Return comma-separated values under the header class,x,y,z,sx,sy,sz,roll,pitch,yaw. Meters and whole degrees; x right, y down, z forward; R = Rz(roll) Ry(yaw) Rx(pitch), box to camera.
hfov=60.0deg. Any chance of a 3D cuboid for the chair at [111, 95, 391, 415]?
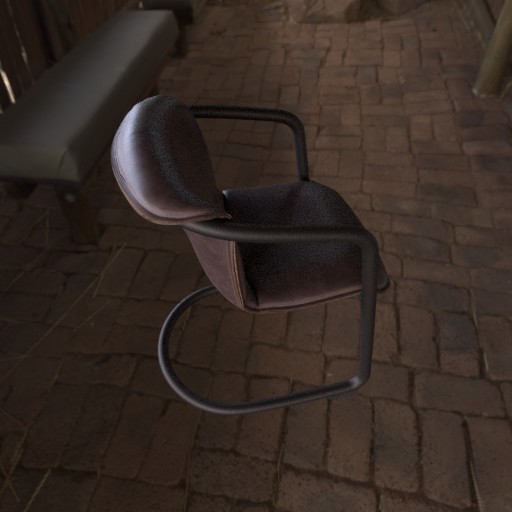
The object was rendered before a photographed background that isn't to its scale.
class,x,y,z,sx,sy,sz,roll,pitch,yaw
chair,0.000,0.000,1.240,0.664,0.836,0.536,-10,46,-10
